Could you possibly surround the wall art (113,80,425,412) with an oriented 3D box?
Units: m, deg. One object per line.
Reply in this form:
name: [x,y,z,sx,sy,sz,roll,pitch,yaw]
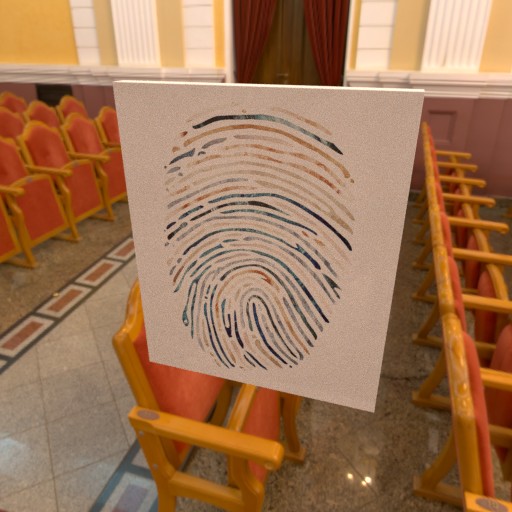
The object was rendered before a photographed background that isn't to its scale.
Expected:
wall art: [0.000,0.000,0.839,0.508,0.606,0.037,8,27,16]
